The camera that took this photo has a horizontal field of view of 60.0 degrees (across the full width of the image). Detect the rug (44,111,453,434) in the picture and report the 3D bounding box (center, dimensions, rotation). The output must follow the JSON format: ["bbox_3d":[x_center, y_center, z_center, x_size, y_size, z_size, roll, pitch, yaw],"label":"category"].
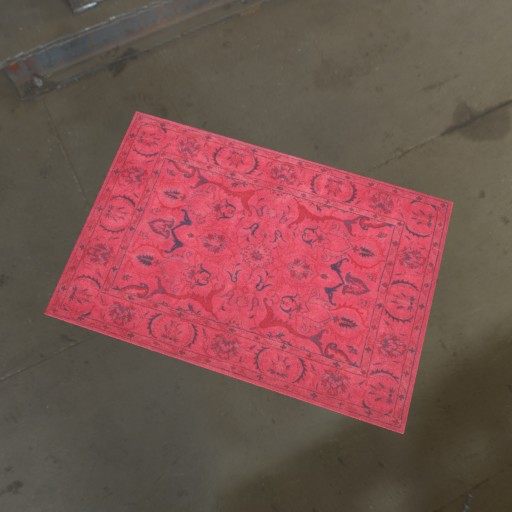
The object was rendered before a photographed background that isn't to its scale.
[{"bbox_3d":[0.000,0.000,2.274,1.814,0.008,1.209,17,75,5],"label":"rug"}]
